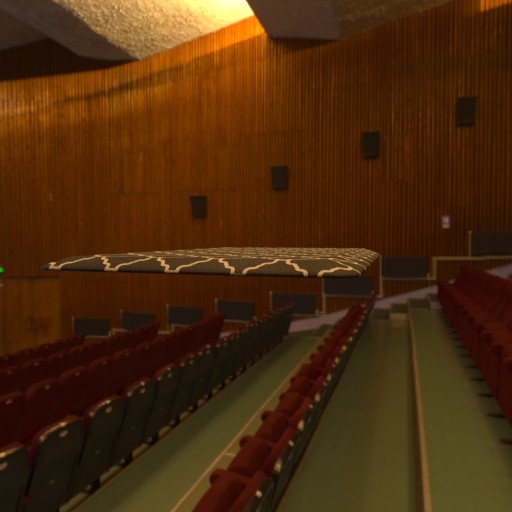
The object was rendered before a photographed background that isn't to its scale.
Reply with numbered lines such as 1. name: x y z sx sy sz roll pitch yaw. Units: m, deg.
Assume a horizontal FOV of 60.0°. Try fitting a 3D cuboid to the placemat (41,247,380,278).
1. placemat: 0.000 0.000 0.987 0.508 0.021 0.762 1 3 18
